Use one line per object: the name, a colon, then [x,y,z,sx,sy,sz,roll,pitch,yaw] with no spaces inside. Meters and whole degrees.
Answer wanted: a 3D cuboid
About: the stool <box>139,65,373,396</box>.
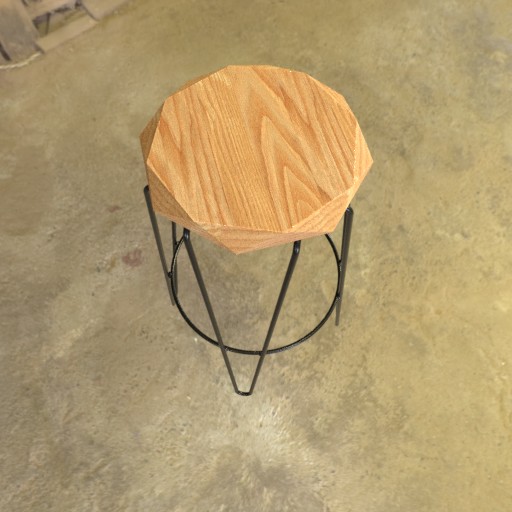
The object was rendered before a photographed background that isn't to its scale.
stool: [0.000,0.000,0.790,0.326,0.610,0.326,-34,69,-15]
